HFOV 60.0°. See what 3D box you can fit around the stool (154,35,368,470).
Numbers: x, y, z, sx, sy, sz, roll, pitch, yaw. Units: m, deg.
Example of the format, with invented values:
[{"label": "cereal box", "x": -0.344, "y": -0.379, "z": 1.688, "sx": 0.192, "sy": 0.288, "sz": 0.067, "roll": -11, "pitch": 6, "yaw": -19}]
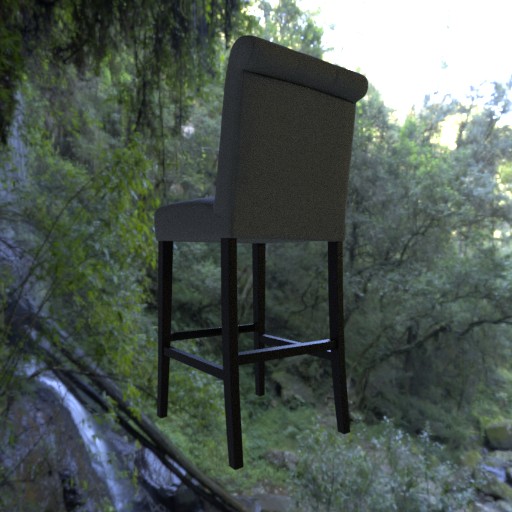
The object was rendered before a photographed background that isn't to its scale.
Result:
[{"label": "stool", "x": 0.000, "y": 0.000, "z": 1.471, "sx": 0.493, "sy": 1.140, "sz": 0.601, "roll": 0, "pitch": 0, "yaw": -35}]
